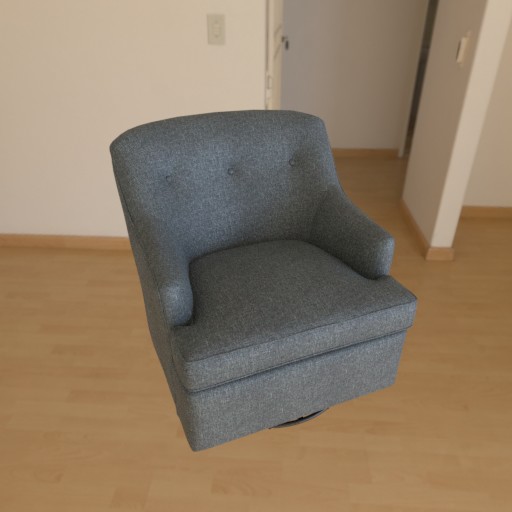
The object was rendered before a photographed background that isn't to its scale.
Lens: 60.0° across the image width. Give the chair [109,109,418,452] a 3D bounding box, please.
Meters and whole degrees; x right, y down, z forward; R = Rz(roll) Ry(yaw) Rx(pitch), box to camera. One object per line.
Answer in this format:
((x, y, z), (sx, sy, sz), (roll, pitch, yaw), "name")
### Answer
((0.000, 0.000, 1.632), (0.864, 0.856, 0.923), (-12, 33, -19), "chair")
